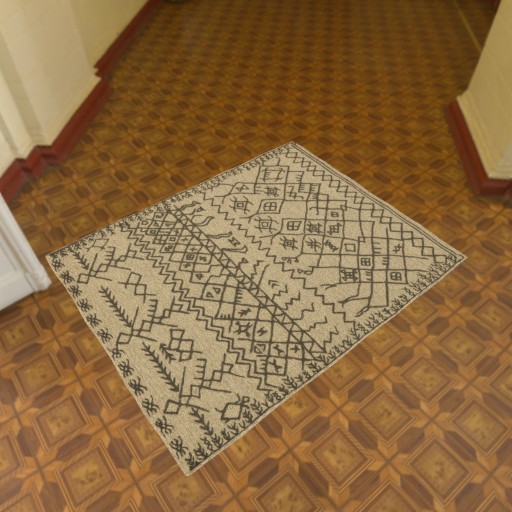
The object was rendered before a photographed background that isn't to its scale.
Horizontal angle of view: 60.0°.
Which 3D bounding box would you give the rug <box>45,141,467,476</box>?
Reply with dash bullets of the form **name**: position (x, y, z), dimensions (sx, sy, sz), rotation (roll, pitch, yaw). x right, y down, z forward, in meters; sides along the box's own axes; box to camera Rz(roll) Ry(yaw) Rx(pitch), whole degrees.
- **rug**: position (0.000, 0.000, 3.268), dimensions (2.455, 0.025, 1.964), rotation (-30, 54, -25)
